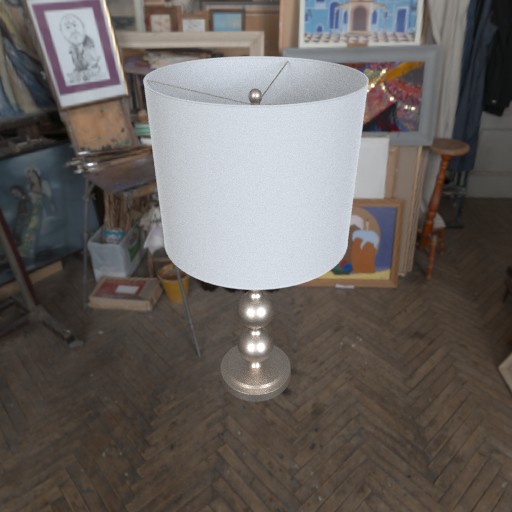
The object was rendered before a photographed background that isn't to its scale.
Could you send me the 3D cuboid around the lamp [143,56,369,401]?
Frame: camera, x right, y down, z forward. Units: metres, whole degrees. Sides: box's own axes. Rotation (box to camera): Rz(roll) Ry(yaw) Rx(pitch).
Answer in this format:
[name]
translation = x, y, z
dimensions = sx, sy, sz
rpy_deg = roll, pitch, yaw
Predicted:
[lamp]
translation = 0.000, 0.000, 0.700
dimensions = 0.277, 0.538, 0.277
rpy_deg = -22, 39, -29
